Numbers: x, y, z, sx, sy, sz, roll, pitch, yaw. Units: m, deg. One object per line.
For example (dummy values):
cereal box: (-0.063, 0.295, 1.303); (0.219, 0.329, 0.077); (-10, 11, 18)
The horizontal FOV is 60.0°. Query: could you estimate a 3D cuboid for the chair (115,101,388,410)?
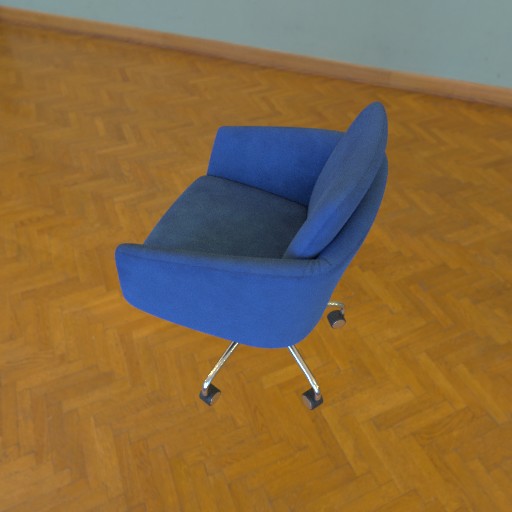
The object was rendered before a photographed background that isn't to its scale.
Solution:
chair: (0.000, 0.000, 1.345); (0.635, 0.908, 0.641); (15, 48, 14)
